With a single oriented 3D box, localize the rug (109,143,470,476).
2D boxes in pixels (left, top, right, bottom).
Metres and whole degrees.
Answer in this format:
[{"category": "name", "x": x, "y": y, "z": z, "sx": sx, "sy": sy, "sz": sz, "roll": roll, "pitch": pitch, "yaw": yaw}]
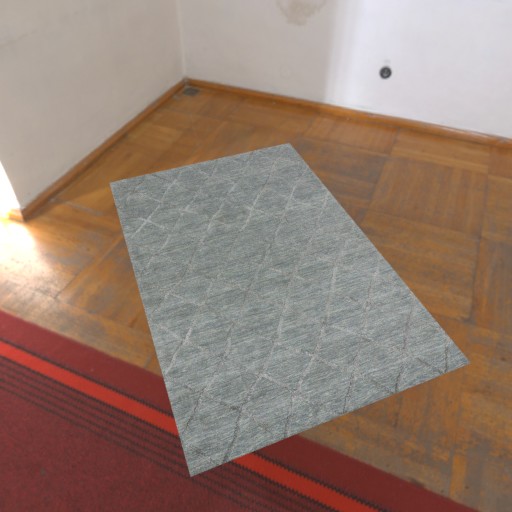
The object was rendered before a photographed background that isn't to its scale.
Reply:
[{"category": "rug", "x": 0.000, "y": 0.000, "z": 2.873, "sx": 1.521, "sy": 0.006, "sz": 2.283, "roll": -16, "pitch": 48, "yaw": -15}]
